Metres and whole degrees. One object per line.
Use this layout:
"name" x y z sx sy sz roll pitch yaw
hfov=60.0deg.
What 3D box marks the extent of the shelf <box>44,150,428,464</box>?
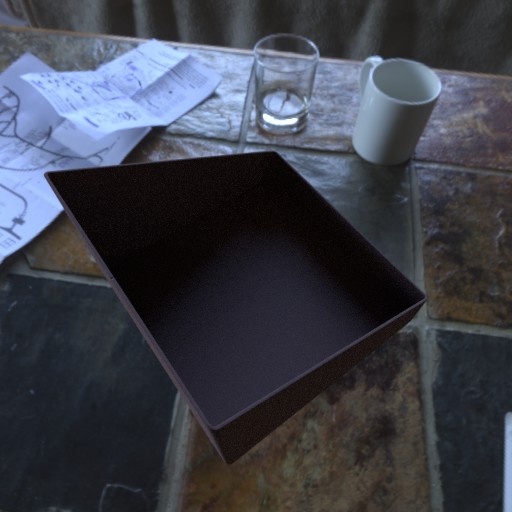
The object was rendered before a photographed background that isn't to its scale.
"shelf" 0.000 0.000 0.495 0.292 0.210 0.292 -32 64 -18
